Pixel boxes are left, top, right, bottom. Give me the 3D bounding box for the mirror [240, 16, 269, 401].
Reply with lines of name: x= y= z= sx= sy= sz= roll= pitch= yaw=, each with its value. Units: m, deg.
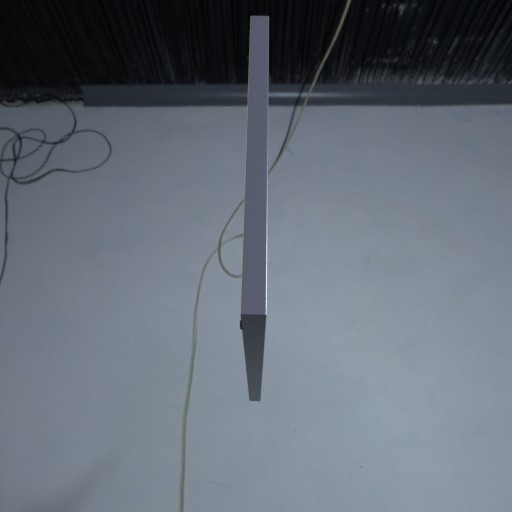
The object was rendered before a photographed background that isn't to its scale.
mirror: x=0.000 y=0.000 z=1.152 sx=0.040 sy=0.915 sz=0.609 roll=1 pitch=65 yaw=0
